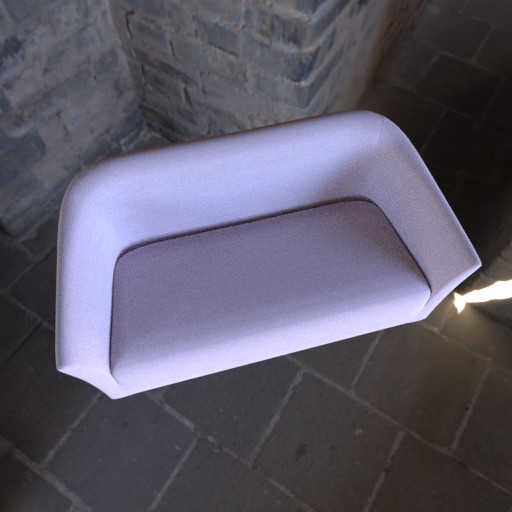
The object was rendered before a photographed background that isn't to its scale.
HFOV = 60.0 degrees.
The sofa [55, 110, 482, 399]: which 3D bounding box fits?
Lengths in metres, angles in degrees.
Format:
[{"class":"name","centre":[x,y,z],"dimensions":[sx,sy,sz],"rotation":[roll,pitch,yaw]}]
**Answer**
[{"class":"sofa","centre":[0.000,0.000,1.794],"dimensions":[1.452,0.721,0.705],"rotation":[-13,63,-7]}]
